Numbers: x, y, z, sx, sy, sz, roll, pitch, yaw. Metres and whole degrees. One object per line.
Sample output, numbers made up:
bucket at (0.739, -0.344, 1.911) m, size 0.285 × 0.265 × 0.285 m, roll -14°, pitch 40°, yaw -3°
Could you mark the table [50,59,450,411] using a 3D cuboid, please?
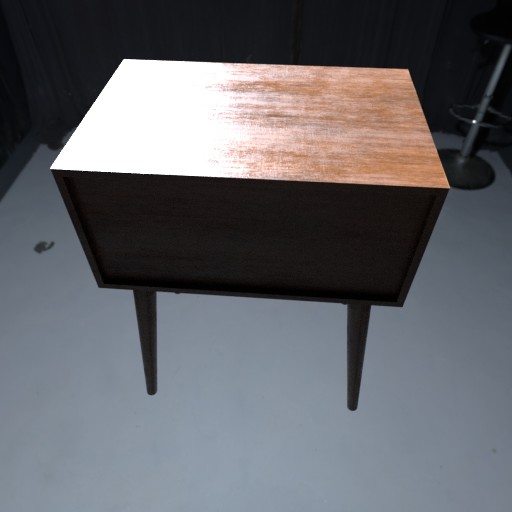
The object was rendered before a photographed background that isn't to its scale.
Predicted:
table at (0.000, 0.000, 0.817) m, size 0.454 × 0.580 × 0.307 m, roll 3°, pitch 47°, yaw 3°
